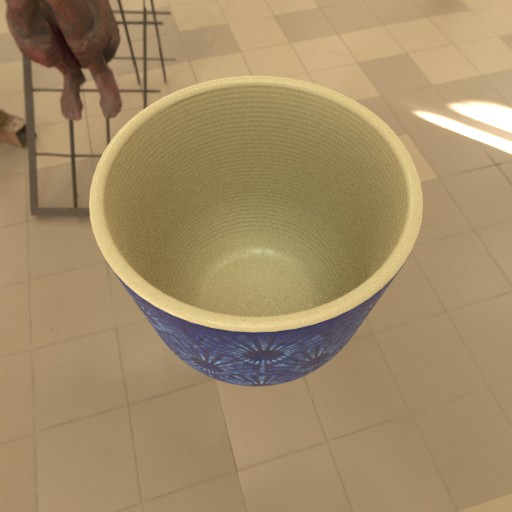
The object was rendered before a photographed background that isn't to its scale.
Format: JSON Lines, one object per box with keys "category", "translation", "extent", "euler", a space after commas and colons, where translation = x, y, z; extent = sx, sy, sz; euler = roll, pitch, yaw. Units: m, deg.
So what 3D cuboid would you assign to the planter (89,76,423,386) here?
{"category": "planter", "translation": [0.000, 0.000, 0.292], "extent": [0.170, 0.153, 0.170], "euler": [0, 58, 0]}
